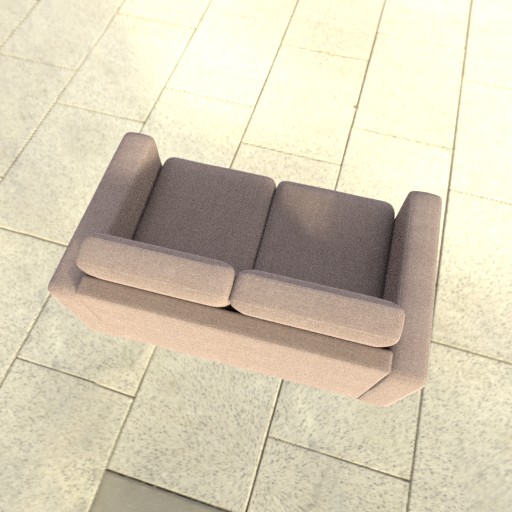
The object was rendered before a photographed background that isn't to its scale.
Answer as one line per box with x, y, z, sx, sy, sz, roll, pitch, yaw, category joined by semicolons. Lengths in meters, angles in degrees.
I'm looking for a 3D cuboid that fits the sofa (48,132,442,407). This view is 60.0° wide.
0.000;0.000;2.027;1.520;0.800;0.900;13;64;6;sofa
